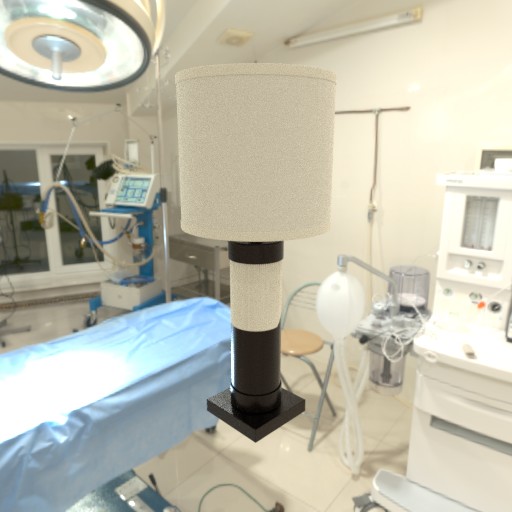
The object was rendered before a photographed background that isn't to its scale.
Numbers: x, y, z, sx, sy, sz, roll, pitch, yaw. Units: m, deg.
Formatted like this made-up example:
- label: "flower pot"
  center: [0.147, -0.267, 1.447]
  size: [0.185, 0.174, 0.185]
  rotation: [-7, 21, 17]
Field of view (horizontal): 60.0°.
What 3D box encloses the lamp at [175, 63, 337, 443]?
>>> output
- label: "lamp"
  center: [0.000, 0.000, 0.643]
  size: [0.211, 0.509, 0.211]
  rotation: [-14, 20, -43]
